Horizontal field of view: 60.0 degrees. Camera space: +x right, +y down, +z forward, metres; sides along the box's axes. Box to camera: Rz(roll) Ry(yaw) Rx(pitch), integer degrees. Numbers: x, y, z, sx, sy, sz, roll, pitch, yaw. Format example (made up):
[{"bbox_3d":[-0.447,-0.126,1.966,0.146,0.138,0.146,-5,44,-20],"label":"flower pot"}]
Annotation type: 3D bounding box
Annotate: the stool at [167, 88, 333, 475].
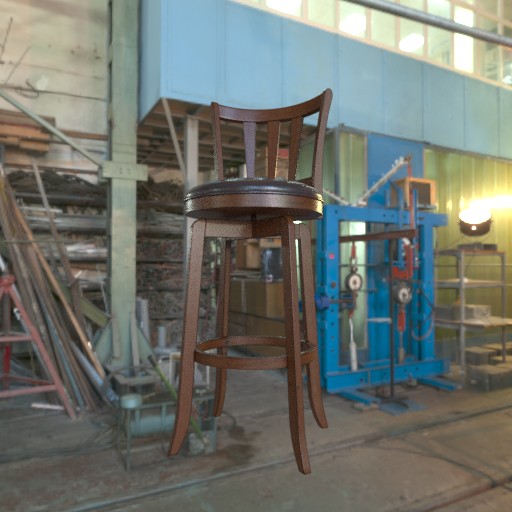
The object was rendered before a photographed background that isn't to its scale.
[{"bbox_3d":[0.000,0.000,1.456,0.464,1.177,0.503,0,-1,17],"label":"stool"}]
